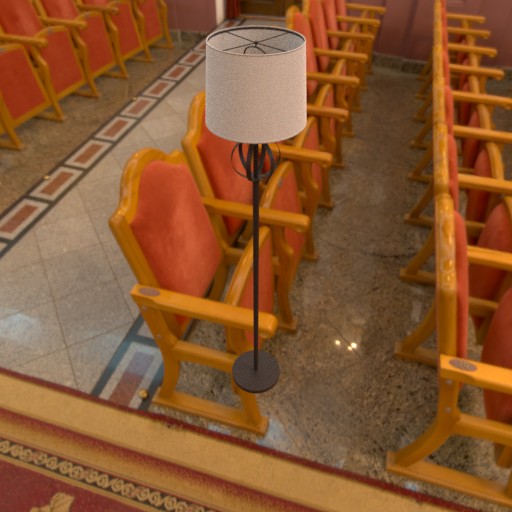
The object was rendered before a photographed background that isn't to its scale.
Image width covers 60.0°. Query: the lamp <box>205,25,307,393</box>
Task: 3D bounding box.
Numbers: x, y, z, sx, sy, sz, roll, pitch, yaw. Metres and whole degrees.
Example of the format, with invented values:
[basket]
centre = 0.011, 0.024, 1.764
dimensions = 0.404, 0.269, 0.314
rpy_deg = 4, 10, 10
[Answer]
[lamp]
centre = 0.000, 0.000, 1.604
dimensions = 0.286, 1.462, 0.286
rpy_deg = 11, 43, 13
